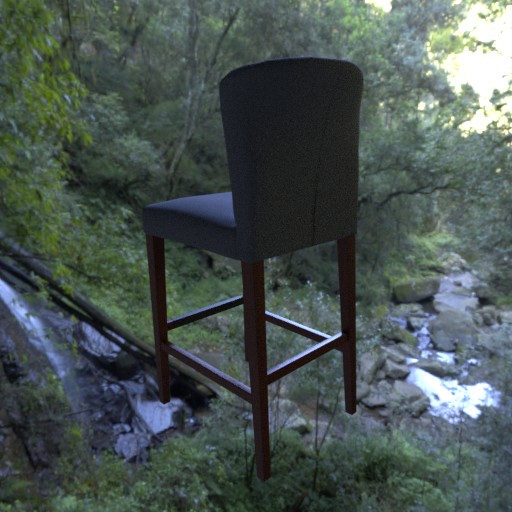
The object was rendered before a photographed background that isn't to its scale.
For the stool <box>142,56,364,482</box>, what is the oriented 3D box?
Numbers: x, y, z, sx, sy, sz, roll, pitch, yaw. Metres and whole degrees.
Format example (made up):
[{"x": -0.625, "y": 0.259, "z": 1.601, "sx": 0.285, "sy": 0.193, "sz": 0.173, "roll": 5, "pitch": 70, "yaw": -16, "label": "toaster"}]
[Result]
[{"x": 0.000, "y": 0.000, "z": 1.364, "sx": 0.481, "sy": 1.069, "sz": 0.568, "roll": -15, "pitch": 21, "yaw": -42, "label": "stool"}]
